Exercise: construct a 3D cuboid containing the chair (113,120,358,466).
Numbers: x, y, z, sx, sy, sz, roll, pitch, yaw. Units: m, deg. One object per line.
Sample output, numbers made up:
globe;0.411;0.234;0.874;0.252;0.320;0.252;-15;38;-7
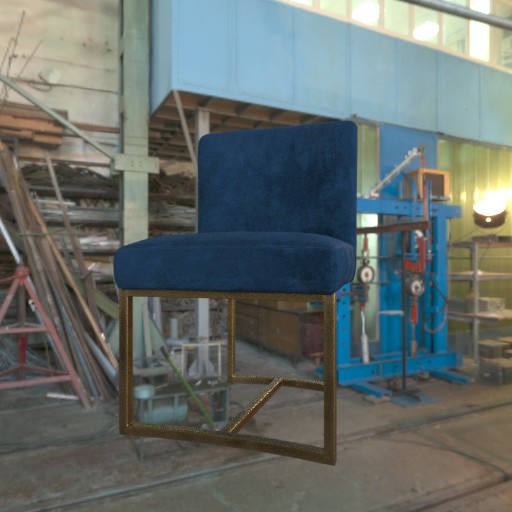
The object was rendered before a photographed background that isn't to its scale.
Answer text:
chair;0.000;0.000;1.190;0.530;0.824;0.560;0;0;18
